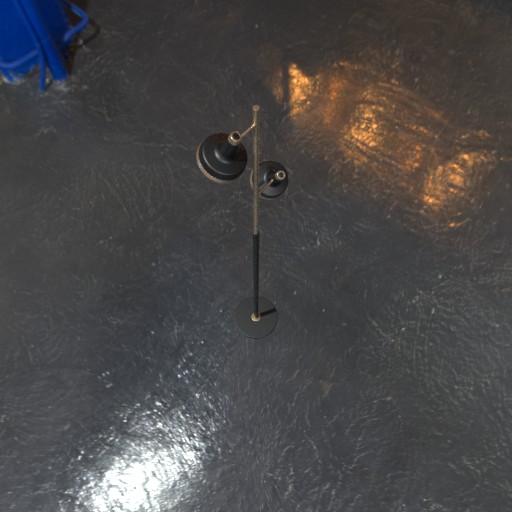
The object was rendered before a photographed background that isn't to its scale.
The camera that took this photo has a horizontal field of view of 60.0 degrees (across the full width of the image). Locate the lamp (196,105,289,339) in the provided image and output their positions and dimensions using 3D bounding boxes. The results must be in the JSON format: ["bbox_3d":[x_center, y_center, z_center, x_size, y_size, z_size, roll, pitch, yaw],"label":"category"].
[{"bbox_3d":[0.000,0.000,1.838,0.253,1.674,0.351,39,70,17],"label":"lamp"}]
